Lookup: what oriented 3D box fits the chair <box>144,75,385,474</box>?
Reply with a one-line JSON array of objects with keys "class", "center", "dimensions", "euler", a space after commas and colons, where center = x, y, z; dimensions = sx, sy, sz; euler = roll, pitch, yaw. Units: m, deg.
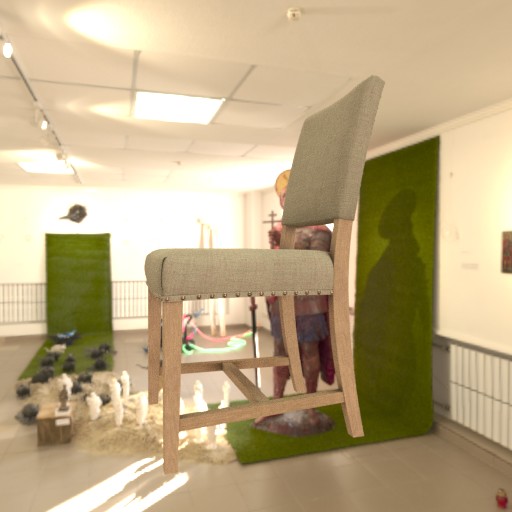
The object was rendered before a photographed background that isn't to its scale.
[{"class": "chair", "center": [0.000, 0.000, 1.331], "dimensions": [0.622, 0.986, 0.508], "euler": [0, 1, -18]}]
